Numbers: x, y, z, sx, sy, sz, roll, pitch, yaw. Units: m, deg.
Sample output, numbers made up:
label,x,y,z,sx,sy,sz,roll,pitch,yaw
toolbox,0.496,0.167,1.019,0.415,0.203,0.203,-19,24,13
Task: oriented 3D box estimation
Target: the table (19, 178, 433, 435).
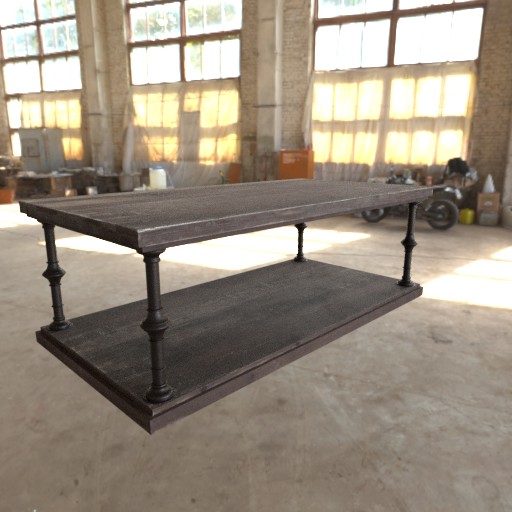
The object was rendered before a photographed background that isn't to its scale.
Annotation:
label,x,y,z,sx,sy,sz,roll,pitch,yaw
table,0.000,0.000,1.312,0.554,0.373,1.088,13,19,43
